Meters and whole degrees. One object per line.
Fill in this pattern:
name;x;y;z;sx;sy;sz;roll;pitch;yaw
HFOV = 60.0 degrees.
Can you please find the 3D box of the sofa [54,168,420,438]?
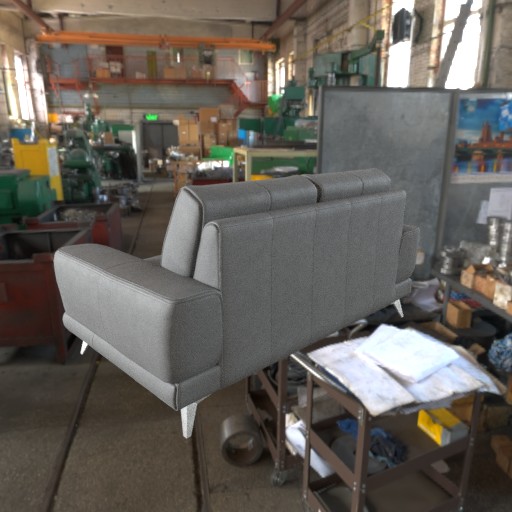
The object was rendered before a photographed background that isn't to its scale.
sofa;0.000;0.000;2.398;1.806;0.907;1.018;-15;21;-42
